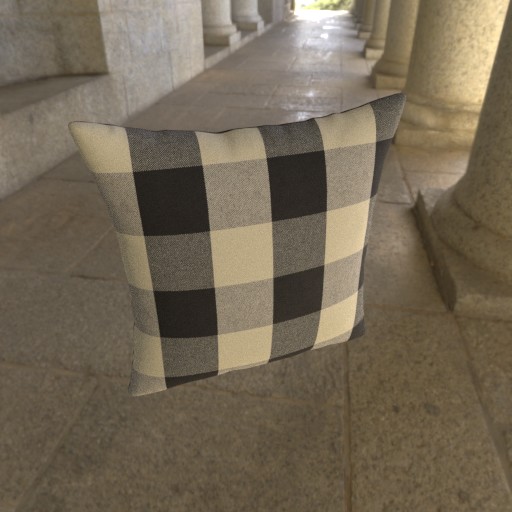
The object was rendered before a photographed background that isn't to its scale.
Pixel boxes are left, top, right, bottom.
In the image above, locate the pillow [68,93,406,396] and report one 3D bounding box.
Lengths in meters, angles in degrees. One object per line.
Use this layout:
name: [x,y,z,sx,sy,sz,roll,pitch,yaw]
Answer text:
pillow: [0.000,0.000,0.772,0.511,0.509,0.161,-11,34,-17]
